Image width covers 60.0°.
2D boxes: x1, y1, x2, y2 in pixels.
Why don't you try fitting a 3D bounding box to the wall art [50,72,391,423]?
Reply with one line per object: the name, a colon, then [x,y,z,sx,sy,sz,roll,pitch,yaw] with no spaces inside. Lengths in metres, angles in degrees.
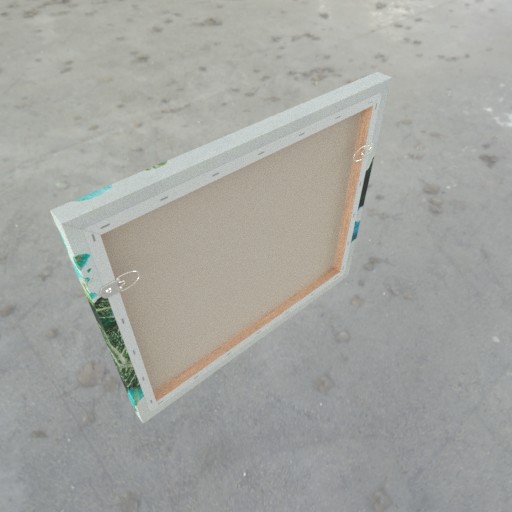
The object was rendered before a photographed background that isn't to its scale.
wall art: [0.000,0.000,0.978,0.711,0.610,0.043,-31,53,-27]
